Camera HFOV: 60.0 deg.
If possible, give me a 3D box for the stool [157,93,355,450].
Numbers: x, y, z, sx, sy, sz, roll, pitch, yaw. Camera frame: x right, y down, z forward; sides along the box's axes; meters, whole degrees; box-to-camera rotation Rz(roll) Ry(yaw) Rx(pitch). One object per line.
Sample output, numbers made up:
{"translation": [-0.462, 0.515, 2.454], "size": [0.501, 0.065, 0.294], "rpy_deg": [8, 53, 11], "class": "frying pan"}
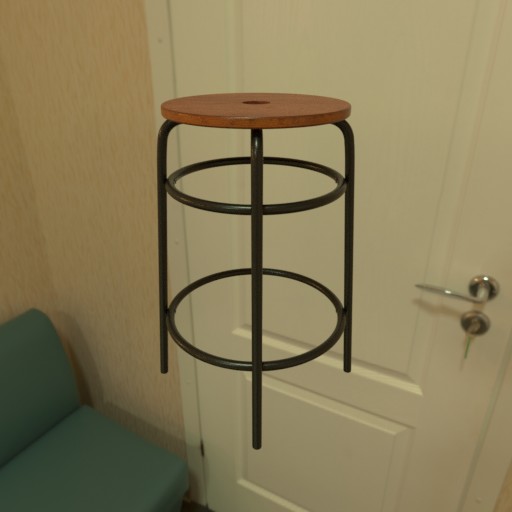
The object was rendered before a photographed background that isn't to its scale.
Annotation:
{"translation": [0.000, 0.000, 0.925], "size": [0.455, 0.610, 0.455], "rpy_deg": [0, 26, 0], "class": "stool"}
